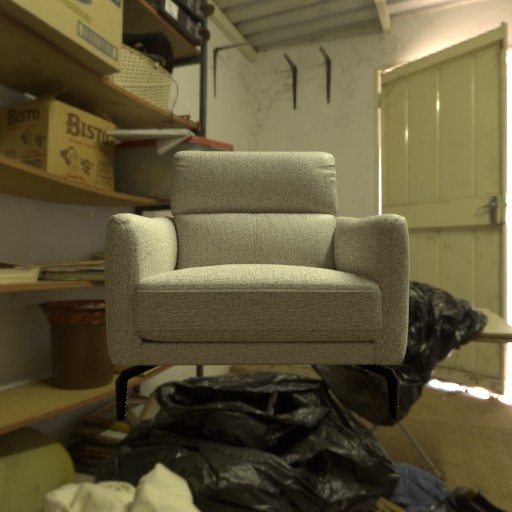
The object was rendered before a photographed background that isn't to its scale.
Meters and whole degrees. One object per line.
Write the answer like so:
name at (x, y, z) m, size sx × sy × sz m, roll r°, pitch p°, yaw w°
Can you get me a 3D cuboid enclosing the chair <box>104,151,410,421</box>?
chair at (0.000, 0.000, 1.695) m, size 0.972 × 0.967 × 0.835 m, roll 0°, pitch 0°, yaw -1°
